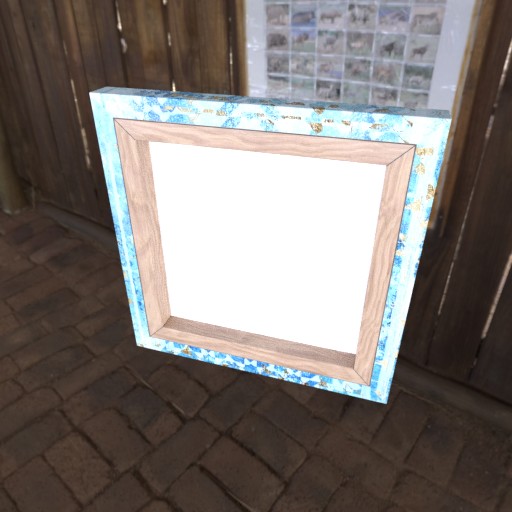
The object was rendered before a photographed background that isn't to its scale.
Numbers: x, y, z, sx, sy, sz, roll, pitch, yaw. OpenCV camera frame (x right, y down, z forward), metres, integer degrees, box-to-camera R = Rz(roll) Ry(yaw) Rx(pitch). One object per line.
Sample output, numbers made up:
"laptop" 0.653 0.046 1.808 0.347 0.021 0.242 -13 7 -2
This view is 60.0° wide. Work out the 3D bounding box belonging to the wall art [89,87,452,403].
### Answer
"wall art" 0.000 0.000 0.598 0.405 0.405 0.037 9 33 15
